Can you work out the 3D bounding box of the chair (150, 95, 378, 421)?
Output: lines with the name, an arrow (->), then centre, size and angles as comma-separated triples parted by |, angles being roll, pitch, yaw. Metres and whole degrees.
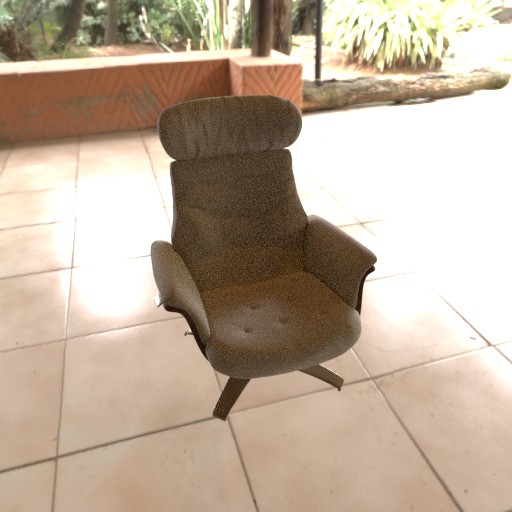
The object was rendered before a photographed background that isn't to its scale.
chair -> 0.000, 0.000, 1.652 | 0.785, 0.995, 0.837 | -10, 34, -15
